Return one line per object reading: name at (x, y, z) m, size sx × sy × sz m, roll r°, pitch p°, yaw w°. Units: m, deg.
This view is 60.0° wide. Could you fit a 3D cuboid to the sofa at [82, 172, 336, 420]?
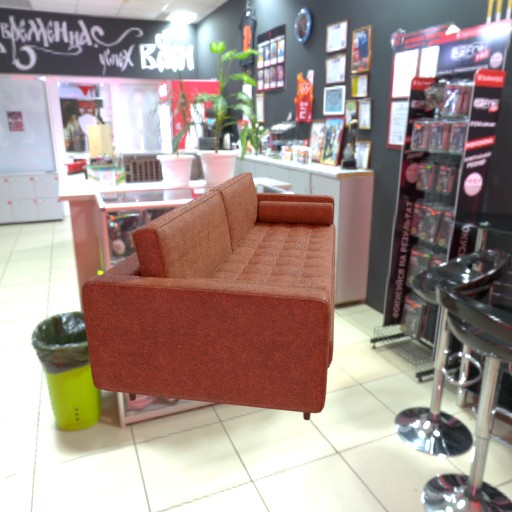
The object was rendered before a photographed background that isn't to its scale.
sofa at (0.000, 0.000, 2.600) m, size 0.919 × 0.770 × 2.200 m, roll 3°, pitch 17°, yaw 10°
